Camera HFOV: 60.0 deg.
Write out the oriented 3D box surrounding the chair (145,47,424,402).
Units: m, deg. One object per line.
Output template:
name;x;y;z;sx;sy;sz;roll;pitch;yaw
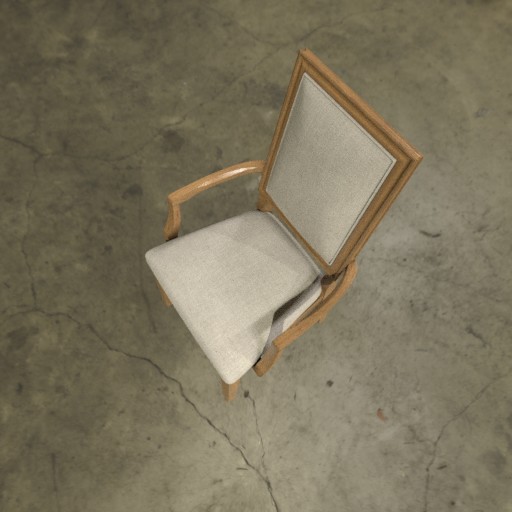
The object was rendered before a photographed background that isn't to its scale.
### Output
chair;0.000;0.000;1.400;0.602;0.990;0.606;-32;68;-15
